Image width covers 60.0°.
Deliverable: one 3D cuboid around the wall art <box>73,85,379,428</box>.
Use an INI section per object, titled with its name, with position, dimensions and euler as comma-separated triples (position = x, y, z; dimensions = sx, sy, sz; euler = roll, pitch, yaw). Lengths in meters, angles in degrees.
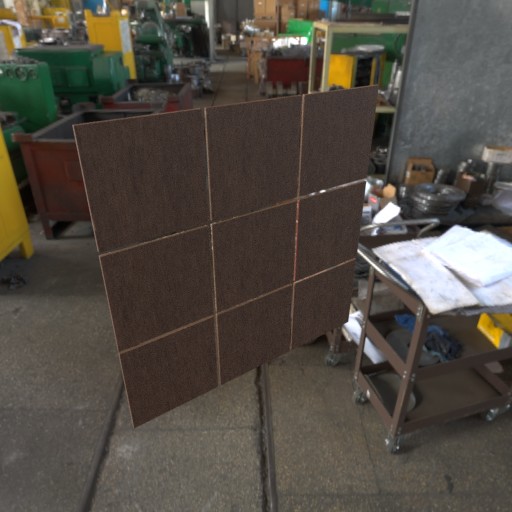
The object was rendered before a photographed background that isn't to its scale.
[wall art]
position = 0.000, 0.000, 2.273
dimensions = 1.527, 1.525, 0.014
euler = -19, 35, -30
